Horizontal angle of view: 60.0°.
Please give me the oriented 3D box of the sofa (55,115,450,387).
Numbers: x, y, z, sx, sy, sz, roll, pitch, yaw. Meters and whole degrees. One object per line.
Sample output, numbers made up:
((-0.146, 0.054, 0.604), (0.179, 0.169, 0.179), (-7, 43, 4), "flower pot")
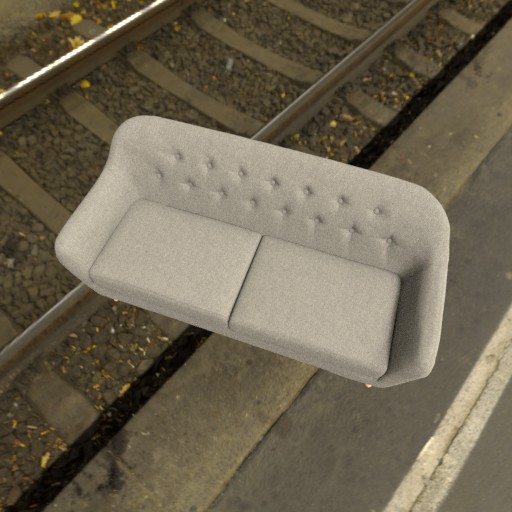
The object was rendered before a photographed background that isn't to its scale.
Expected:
((0.000, 0.000, 2.299), (1.840, 0.820, 0.820), (17, 61, 10), "sofa")
